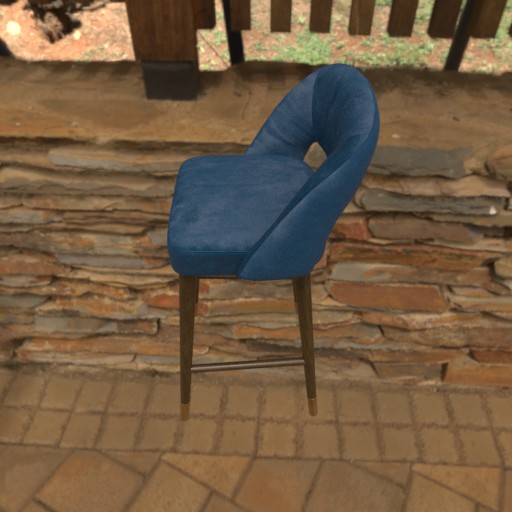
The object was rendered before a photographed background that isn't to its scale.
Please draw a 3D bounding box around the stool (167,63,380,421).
[{"bbox_3d":[0.000,0.000,1.299,0.515,1.016,0.514,-1,42,-2],"label":"stool"}]
